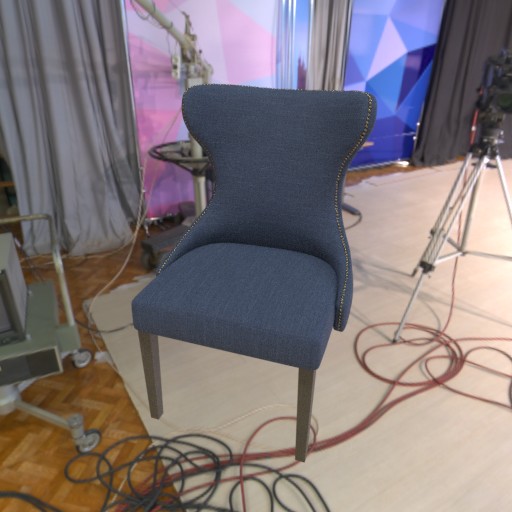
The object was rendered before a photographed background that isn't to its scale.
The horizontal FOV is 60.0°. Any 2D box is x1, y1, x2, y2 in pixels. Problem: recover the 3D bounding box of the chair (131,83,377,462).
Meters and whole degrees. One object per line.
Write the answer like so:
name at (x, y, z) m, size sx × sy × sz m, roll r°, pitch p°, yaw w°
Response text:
chair at (0.000, 0.000, 1.402) m, size 0.628 × 0.967 × 0.635 m, roll 9°, pitch 28°, yaw 17°
